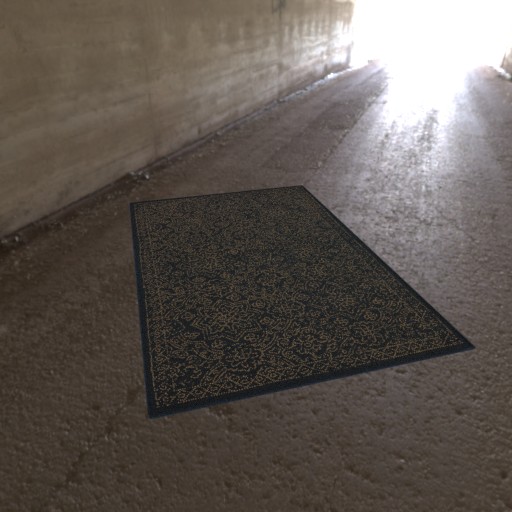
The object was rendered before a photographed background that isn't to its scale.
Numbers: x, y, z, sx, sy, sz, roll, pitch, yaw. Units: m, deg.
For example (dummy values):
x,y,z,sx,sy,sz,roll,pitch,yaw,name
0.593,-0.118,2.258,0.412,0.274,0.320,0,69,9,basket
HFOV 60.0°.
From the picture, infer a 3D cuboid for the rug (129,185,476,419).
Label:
x,y,z,sx,sy,sz,roll,pitch,yaw,name
0.000,0.000,2.299,1.219,0.010,1.829,-8,30,-14,rug
